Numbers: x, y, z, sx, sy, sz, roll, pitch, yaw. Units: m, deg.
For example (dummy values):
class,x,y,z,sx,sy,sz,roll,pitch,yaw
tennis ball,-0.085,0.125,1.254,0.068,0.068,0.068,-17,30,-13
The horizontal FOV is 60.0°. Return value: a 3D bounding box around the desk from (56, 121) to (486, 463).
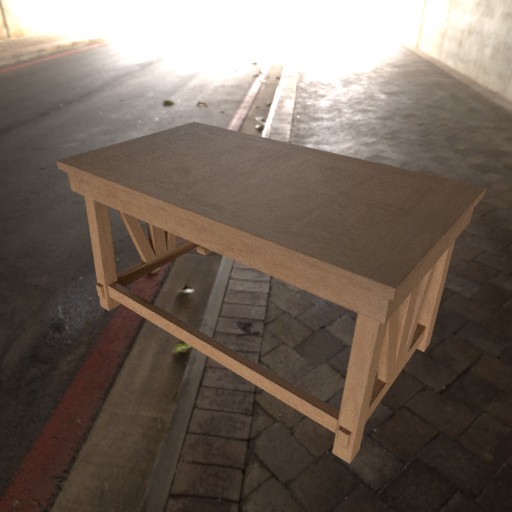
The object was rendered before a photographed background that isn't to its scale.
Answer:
class,x,y,z,sx,sy,sz,roll,pitch,yaw
desk,0.000,0.000,1.937,1.499,0.762,0.813,22,38,32
